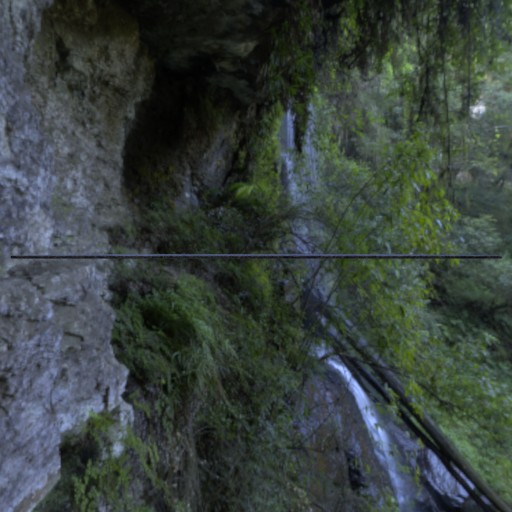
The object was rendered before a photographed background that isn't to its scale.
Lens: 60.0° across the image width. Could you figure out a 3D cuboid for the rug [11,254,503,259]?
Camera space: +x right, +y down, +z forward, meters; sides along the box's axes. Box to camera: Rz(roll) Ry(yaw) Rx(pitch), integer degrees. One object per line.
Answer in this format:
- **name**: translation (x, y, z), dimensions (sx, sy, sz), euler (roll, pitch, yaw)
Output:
- **rug**: translation (0.000, 0.000, 2.134), dimensions (1.752, 0.013, 1.158), euler (0, 0, 0)
